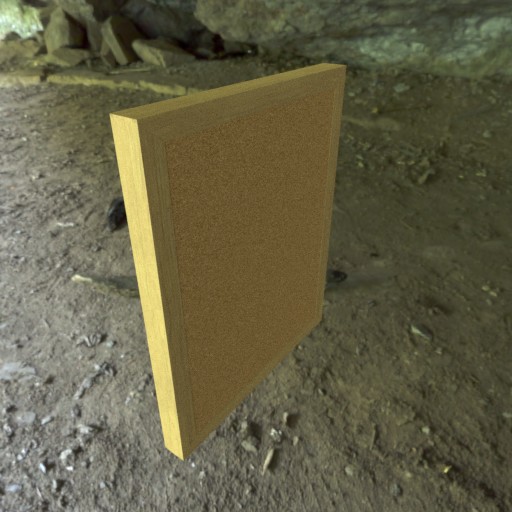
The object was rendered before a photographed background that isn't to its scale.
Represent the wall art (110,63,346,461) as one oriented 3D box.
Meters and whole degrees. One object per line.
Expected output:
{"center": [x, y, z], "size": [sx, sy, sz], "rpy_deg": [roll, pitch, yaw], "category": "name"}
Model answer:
{"center": [0.000, 0.000, 0.516], "size": [0.030, 0.380, 0.312], "rpy_deg": [21, 37, 31], "category": "wall art"}
